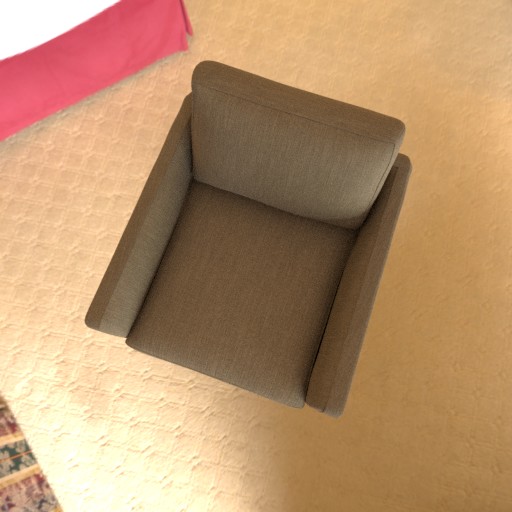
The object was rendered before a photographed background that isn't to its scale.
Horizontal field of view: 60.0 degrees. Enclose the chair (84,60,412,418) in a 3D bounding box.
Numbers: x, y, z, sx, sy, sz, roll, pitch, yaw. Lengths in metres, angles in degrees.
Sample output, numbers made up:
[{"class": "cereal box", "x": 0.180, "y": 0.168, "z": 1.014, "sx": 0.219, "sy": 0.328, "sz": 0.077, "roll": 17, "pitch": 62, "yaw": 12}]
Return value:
[{"class": "chair", "x": 0.000, "y": 0.000, "z": 1.470, "sx": 0.763, "sy": 0.811, "sz": 0.834, "roll": 19, "pitch": 76, "yaw": 5}]
